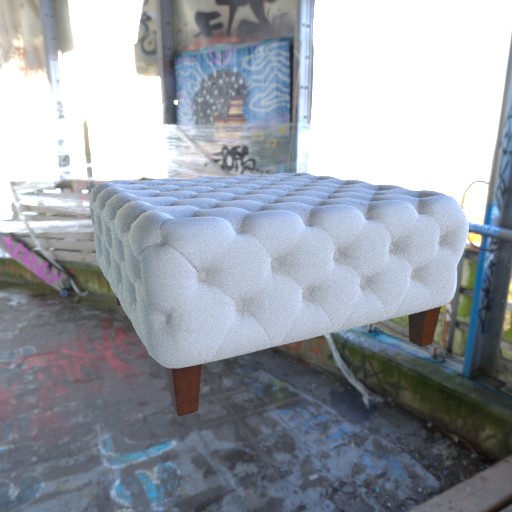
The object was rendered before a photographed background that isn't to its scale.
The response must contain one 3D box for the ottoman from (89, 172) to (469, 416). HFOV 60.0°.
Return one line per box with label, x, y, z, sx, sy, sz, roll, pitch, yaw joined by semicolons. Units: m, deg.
ottoman;0.000;0.000;1.196;0.755;0.376;0.753;-8;17;-26
